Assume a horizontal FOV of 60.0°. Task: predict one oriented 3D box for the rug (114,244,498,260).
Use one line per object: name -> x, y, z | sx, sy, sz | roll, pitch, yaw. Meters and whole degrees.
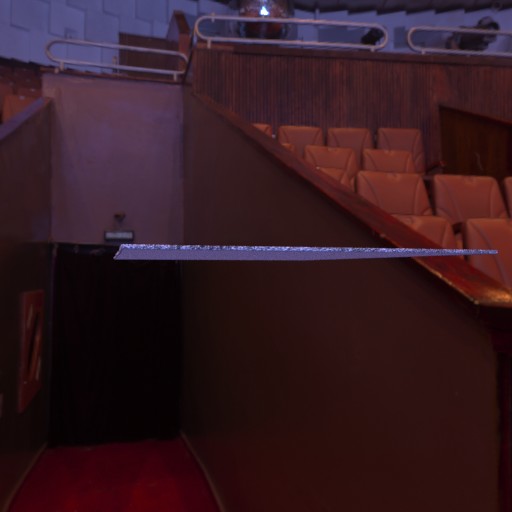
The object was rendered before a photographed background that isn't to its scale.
rug -> 0.000, 0.000, 3.983 | 2.401, 0.025, 3.000 | 0, -2, -18
